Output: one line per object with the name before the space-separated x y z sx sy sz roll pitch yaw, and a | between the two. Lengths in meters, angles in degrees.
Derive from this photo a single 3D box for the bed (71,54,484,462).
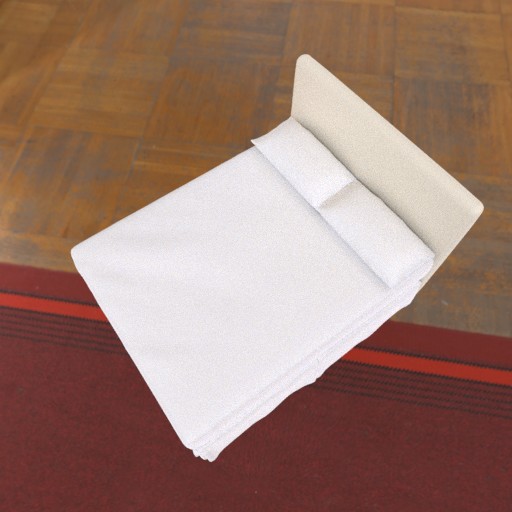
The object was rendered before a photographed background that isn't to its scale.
bed | 0.000 0.000 3.116 2.147 1.330 1.714 -33 67 -16
